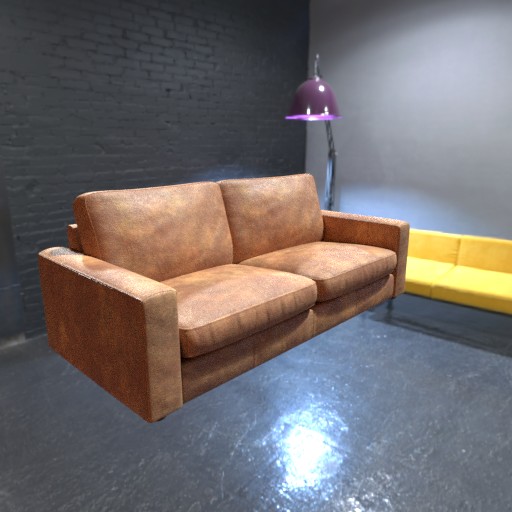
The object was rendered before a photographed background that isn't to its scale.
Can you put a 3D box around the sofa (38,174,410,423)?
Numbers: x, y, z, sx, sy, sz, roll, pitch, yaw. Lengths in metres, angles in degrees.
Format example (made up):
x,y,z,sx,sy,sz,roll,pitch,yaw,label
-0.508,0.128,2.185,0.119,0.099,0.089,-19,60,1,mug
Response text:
x,y,z,sx,sy,sz,roll,pitch,yaw,label
0.000,0.000,2.706,1.016,0.873,2.179,14,20,42,sofa
